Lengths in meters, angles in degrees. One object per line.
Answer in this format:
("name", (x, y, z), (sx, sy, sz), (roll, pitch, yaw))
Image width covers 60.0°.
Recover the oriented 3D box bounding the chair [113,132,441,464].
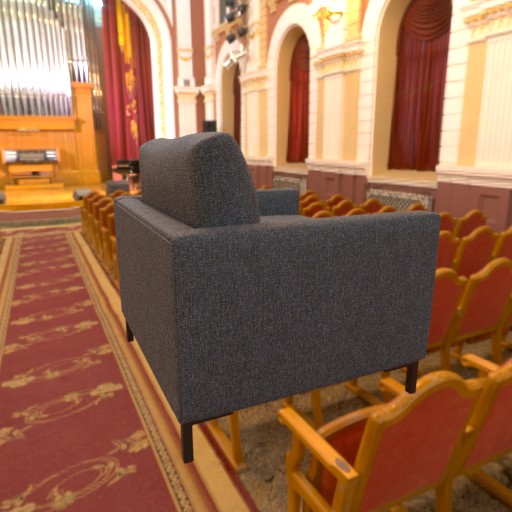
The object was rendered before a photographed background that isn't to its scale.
("chair", (0.000, 0.000, 1.639), (0.866, 0.861, 0.963), (-7, 15, -25))
